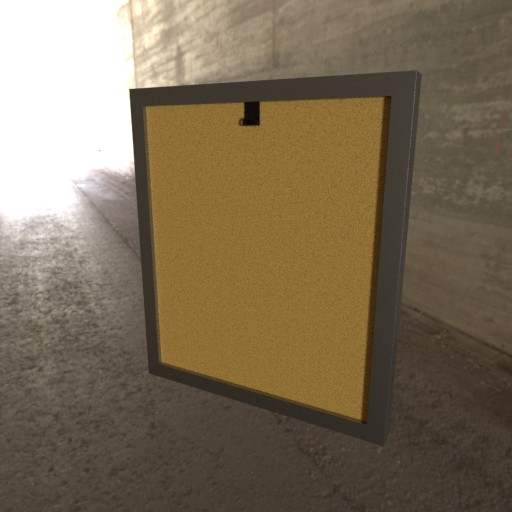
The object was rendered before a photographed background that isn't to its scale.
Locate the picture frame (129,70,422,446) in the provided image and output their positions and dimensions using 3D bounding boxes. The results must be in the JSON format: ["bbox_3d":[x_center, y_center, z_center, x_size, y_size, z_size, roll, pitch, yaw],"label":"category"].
[{"bbox_3d":[0.000,0.000,1.319,0.839,0.968,0.073,8,17,27],"label":"picture frame"}]
